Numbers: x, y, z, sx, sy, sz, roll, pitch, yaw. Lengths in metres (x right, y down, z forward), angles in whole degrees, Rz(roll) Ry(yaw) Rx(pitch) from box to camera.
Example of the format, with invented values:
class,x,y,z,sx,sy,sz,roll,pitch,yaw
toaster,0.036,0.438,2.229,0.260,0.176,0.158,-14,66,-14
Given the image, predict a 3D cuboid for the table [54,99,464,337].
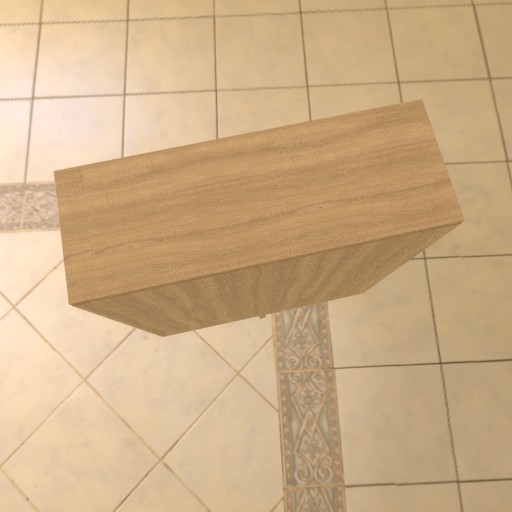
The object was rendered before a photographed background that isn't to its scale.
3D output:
class,x,y,z,sx,sy,sz,roll,pitch,yaw
table,0.000,0.000,1.932,1.111,1.388,0.398,-12,76,-3
